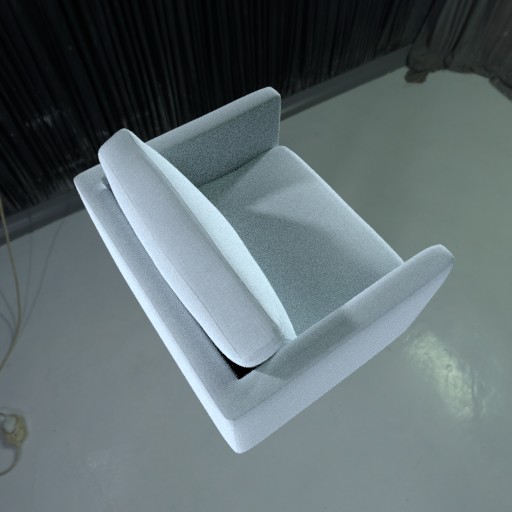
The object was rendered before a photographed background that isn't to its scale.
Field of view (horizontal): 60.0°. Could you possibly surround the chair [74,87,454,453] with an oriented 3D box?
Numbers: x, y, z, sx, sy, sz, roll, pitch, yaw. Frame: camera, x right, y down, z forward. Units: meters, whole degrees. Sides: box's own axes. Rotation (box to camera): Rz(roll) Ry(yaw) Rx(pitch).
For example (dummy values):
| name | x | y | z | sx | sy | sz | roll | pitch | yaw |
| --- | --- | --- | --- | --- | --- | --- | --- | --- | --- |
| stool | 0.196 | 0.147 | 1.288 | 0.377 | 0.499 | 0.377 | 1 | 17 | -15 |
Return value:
| name | x | y | z | sx | sy | sz | roll | pitch | yaw |
| --- | --- | --- | --- | --- | --- | --- | --- | --- | --- |
| chair | 0.000 | 0.000 | 1.795 | 0.953 | 0.961 | 1.107 | -31 | 64 | -17 |
